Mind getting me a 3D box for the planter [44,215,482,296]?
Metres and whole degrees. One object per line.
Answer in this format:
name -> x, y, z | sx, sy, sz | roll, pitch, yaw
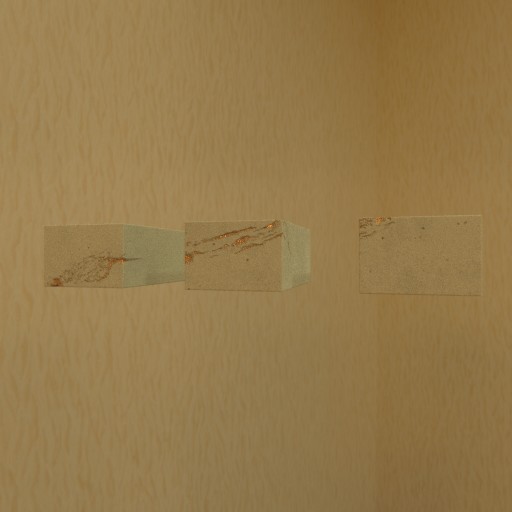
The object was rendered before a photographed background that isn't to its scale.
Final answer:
planter -> 0.000, 0.000, 0.386 | 0.333, 0.051, 0.127 | 0, 0, 16
